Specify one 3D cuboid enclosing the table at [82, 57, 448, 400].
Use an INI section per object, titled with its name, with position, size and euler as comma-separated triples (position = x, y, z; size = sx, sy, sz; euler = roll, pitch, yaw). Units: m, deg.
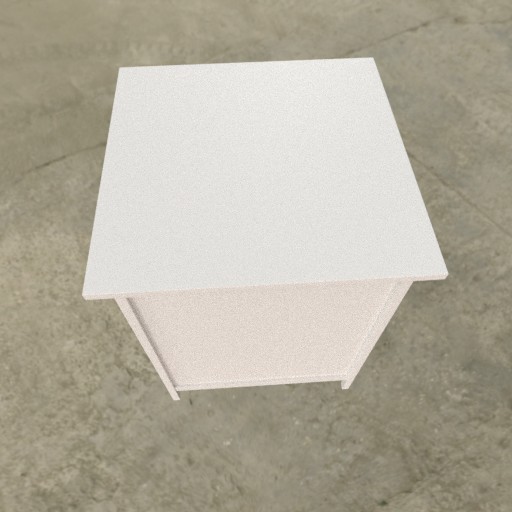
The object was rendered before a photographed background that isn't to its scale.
[table]
position = 0.000, 0.000, 0.764
size = 0.381, 0.483, 0.381
euler = -3, 57, -2
